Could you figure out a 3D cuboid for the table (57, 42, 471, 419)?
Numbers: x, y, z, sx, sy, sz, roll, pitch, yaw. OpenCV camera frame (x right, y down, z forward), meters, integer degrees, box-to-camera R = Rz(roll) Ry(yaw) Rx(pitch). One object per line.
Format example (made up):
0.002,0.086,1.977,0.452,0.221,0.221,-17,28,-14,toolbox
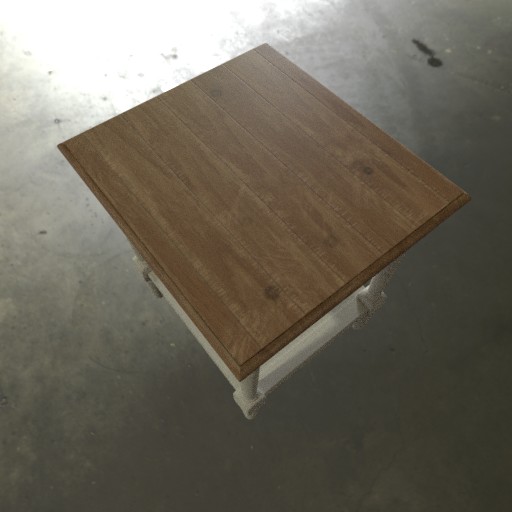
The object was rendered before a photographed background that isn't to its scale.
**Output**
0.000,0.000,0.951,0.457,0.561,0.508,-34,65,-19,table
